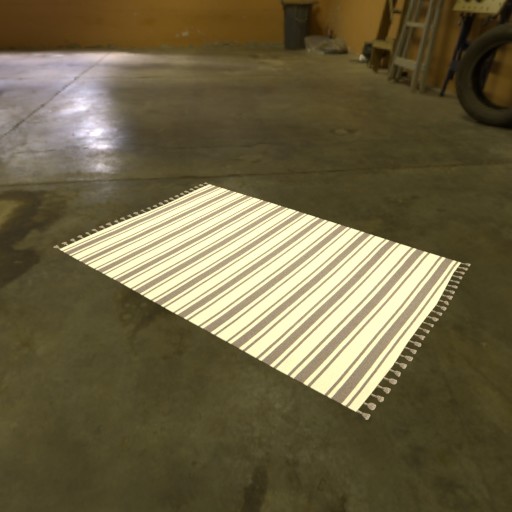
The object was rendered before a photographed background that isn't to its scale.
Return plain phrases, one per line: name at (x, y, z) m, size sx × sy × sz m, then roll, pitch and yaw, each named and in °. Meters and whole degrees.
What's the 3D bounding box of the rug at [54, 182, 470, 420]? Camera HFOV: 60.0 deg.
rug at (0.000, 0.000, 3.017) m, size 2.425 × 0.014 × 1.563 m, roll 22°, pitch 37°, yaw 32°
